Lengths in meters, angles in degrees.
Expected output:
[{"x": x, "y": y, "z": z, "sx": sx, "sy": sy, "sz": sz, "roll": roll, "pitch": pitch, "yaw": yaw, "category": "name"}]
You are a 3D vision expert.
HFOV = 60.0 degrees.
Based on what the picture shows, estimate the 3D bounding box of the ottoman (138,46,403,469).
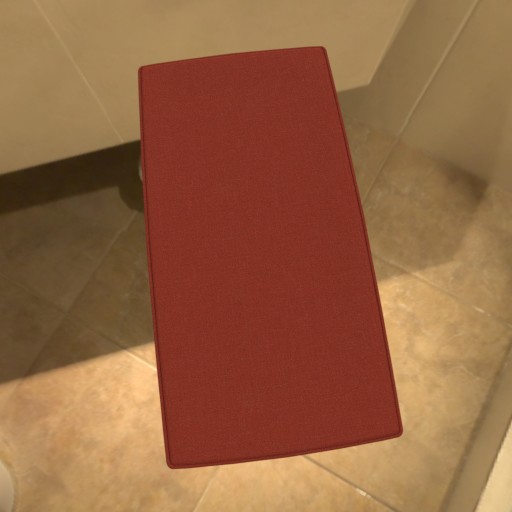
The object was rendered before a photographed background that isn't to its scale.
[{"x": 0.000, "y": 0.000, "z": 1.198, "sx": 0.497, "sy": 0.454, "sz": 0.948, "roll": -7, "pitch": 75, "yaw": -2, "category": "ottoman"}]
